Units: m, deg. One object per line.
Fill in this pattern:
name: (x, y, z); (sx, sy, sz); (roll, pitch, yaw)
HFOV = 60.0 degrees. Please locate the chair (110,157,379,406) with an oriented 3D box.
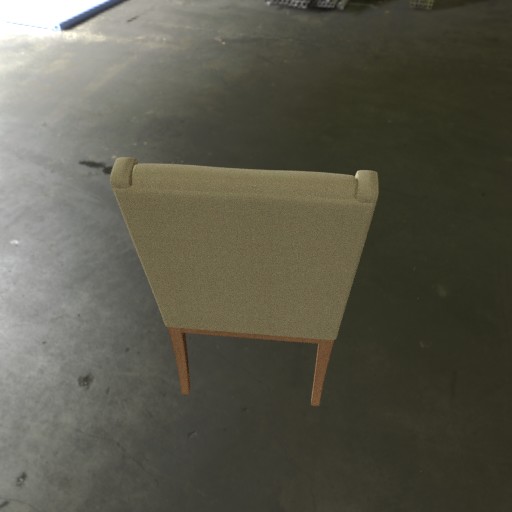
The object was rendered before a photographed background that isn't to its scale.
chair: (0.000, 0.000, 1.412); (0.575, 1.021, 0.611); (4, 46, 4)
